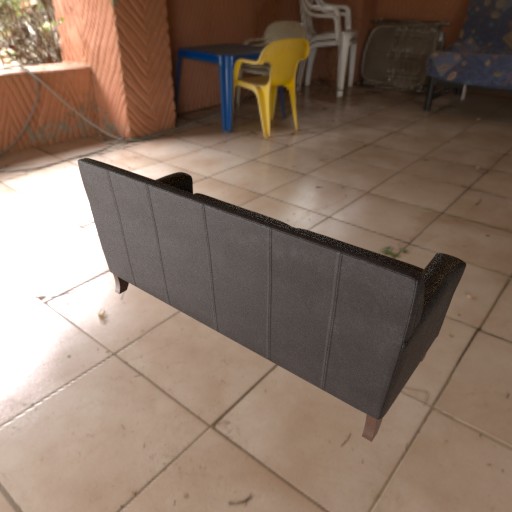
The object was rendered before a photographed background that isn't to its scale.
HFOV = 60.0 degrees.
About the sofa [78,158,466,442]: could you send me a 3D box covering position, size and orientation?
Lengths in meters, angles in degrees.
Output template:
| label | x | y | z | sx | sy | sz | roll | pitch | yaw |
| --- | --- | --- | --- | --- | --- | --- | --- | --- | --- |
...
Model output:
| label | x | y | z | sx | sy | sz | roll | pitch | yaw |
| --- | --- | --- | --- | --- | --- | --- | --- | --- | --- |
| sofa | 0.000 | 0.000 | 2.540 | 2.053 | 0.947 | 0.805 | 22 | 37 | 32 |
